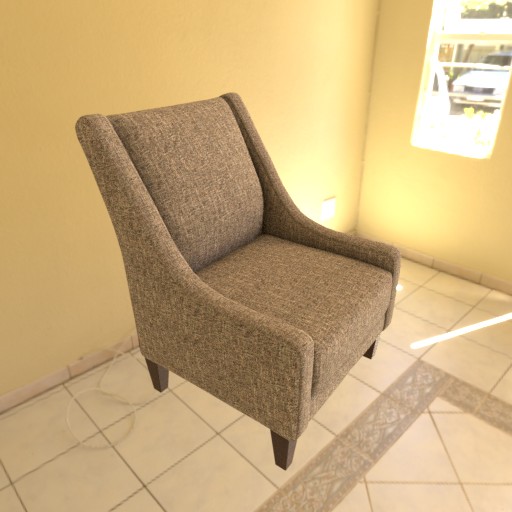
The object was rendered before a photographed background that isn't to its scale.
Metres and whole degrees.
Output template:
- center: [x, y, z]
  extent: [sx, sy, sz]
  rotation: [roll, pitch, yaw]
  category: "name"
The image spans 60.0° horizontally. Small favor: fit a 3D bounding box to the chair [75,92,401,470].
- center: [0.000, 0.000, 1.623]
  extent: [0.870, 1.014, 0.774]
  rotation: [18, 32, 32]
  category: "chair"
